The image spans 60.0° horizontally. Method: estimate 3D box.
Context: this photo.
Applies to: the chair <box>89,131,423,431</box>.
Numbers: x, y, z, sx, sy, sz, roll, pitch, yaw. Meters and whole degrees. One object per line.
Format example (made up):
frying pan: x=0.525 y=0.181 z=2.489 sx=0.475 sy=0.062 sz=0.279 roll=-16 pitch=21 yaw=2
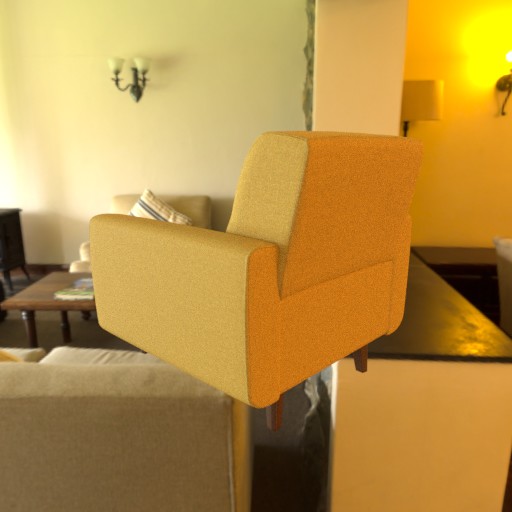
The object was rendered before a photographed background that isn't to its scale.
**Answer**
chair: x=0.000 y=0.000 z=1.577 sx=0.909 sy=0.841 sz=0.831 roll=13 pitch=19 yaw=43
